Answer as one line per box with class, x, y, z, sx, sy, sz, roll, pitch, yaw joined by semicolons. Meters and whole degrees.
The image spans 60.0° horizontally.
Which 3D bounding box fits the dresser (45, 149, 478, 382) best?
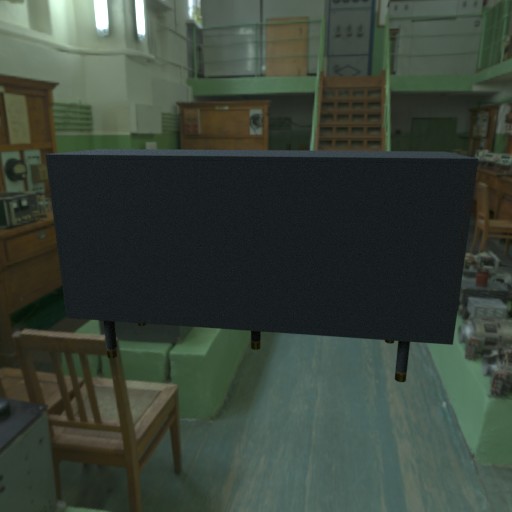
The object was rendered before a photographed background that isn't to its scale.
dresser;0.000;0.000;1.919;1.558;0.872;0.463;3;16;9
